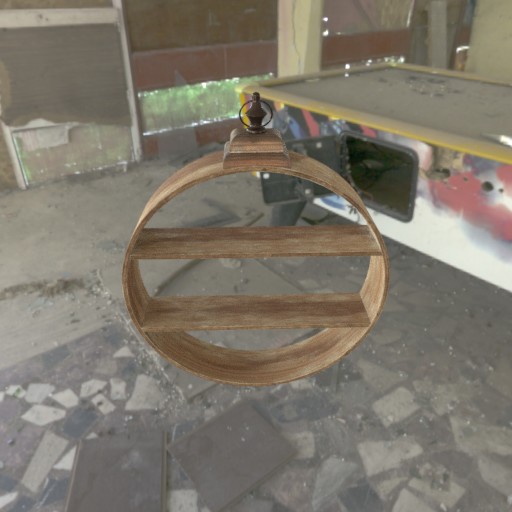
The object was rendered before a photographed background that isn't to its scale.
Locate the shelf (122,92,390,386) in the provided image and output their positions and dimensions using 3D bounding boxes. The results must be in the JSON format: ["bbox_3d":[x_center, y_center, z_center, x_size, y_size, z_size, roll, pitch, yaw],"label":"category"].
[{"bbox_3d":[0.000,0.000,1.026,0.601,0.725,0.125,-1,31,-2],"label":"shelf"}]
